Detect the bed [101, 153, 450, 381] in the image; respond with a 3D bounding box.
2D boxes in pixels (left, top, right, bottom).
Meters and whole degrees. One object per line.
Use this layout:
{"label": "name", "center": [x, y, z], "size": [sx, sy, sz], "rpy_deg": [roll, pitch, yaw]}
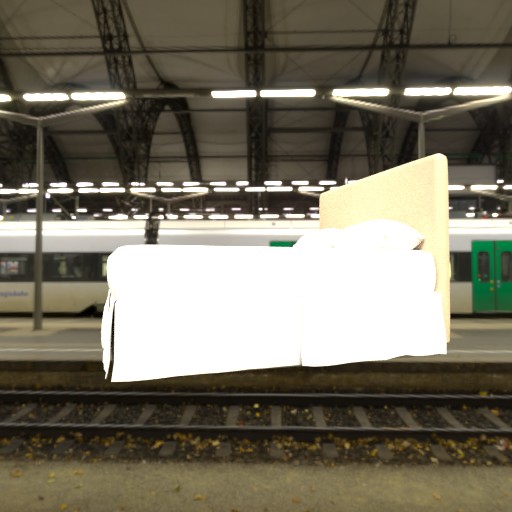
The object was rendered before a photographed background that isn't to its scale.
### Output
{"label": "bed", "center": [0.000, 0.000, 3.272], "size": [2.142, 1.330, 1.723], "rpy_deg": [1, -2, -19]}
